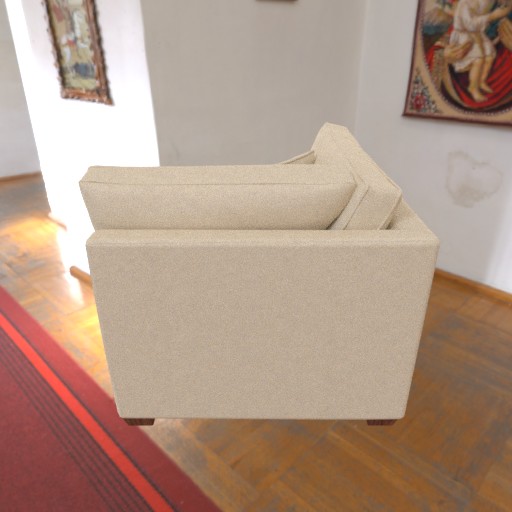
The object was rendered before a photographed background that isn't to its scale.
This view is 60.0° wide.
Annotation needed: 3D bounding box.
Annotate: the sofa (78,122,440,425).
[{"bbox_3d":[0.000,0.000,1.979,1.146,1.002,1.084,0,27,0],"label":"sofa"}]
